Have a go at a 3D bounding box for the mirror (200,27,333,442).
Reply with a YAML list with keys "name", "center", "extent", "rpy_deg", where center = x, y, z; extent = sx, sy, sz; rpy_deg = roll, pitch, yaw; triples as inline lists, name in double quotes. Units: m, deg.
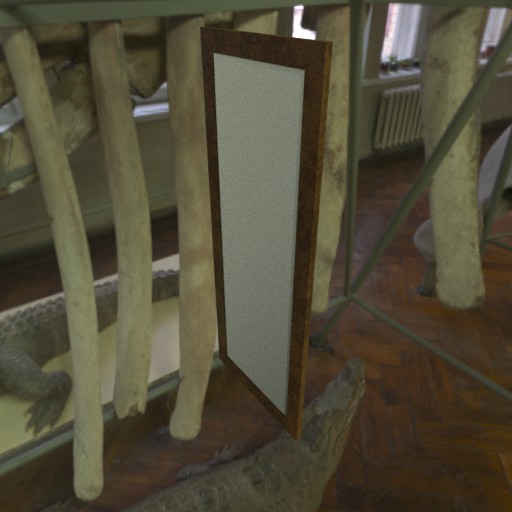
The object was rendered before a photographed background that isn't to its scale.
- name: "mirror"
  center: [0.000, 0.000, 2.254]
  extent: [0.032, 2.031, 0.812]
  rpy_deg: [-21, 37, -30]
